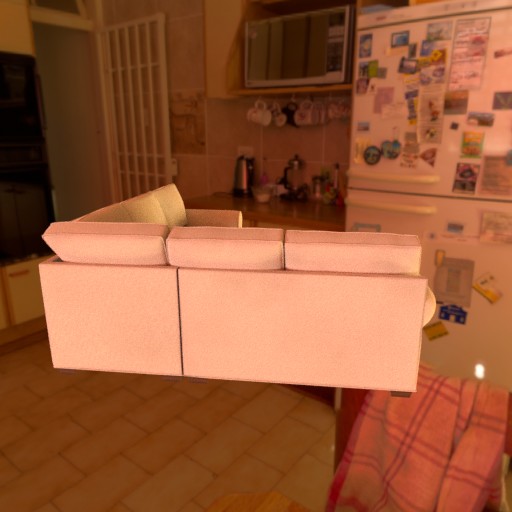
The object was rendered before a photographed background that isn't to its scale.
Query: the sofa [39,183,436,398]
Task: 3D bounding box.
[{"bbox_3d":[0.000,0.000,3.964,2.487,1.053,2.562,2,16,7],"label":"sofa"}]
